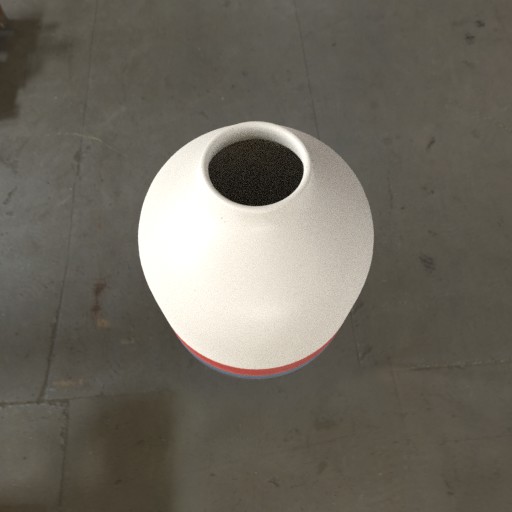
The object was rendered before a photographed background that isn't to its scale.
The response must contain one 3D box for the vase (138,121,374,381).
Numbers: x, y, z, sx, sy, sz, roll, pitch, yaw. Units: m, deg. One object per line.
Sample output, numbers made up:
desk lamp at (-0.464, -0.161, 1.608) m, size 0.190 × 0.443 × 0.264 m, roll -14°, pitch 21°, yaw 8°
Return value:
vase at (0.000, 0.000, 0.355) m, size 0.169 × 0.237 × 0.169 m, roll 0°, pitch 64°, yaw 0°
